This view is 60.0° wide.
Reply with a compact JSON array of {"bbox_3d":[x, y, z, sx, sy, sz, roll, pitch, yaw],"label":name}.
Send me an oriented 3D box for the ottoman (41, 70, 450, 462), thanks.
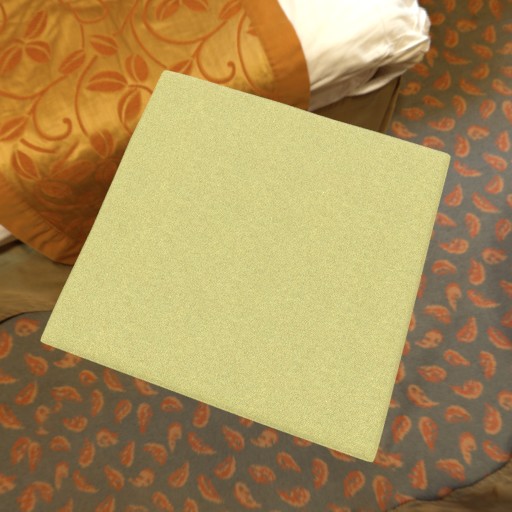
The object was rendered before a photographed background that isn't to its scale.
[{"bbox_3d":[0.000,0.000,1.491,1.004,0.379,0.968,18,76,5],"label":"ottoman"}]
